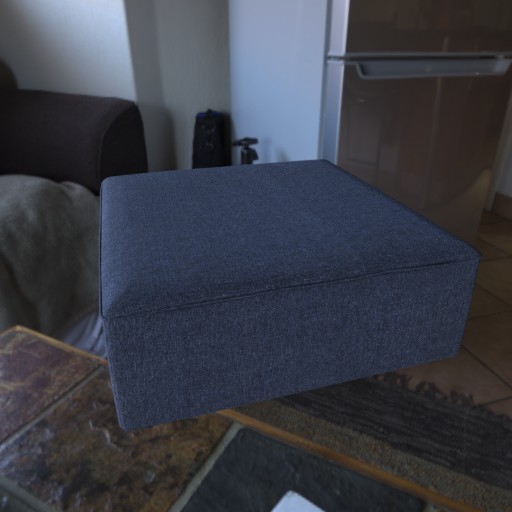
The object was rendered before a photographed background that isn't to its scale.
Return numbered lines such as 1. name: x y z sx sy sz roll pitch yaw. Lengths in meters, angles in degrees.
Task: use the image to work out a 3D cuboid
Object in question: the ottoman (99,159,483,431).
1. ottoman: 0.000 0.000 1.565 1.017 0.423 1.023 -8 28 -15
